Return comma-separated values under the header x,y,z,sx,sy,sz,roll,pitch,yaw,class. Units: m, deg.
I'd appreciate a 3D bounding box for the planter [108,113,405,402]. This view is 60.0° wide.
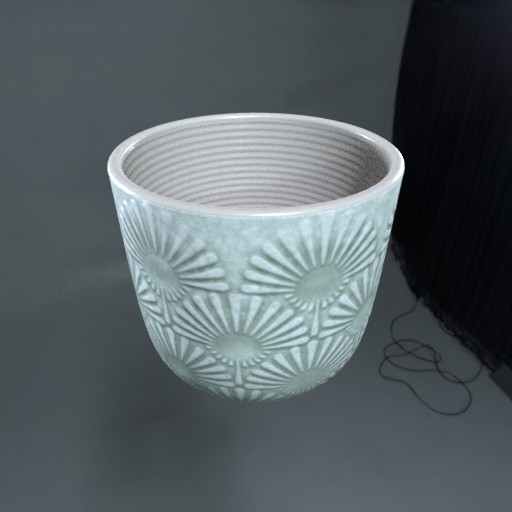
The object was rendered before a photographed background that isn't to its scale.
x,y,z,sx,sy,sz,roll,pitch,yaw,class
0.000,0.000,0.220,0.124,0.109,0.124,0,32,0,planter
